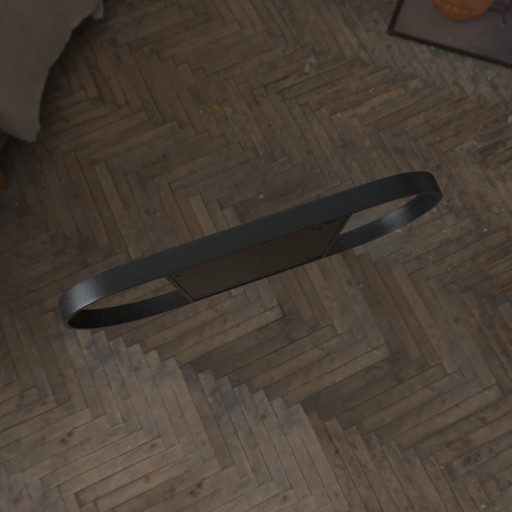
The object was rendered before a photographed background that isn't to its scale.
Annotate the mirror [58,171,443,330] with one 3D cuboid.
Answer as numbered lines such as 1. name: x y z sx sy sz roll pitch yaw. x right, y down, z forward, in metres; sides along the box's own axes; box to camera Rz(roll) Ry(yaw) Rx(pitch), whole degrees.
1. mirror: 0.000 0.000 0.674 0.584 0.254 0.032 -19 77 -4
